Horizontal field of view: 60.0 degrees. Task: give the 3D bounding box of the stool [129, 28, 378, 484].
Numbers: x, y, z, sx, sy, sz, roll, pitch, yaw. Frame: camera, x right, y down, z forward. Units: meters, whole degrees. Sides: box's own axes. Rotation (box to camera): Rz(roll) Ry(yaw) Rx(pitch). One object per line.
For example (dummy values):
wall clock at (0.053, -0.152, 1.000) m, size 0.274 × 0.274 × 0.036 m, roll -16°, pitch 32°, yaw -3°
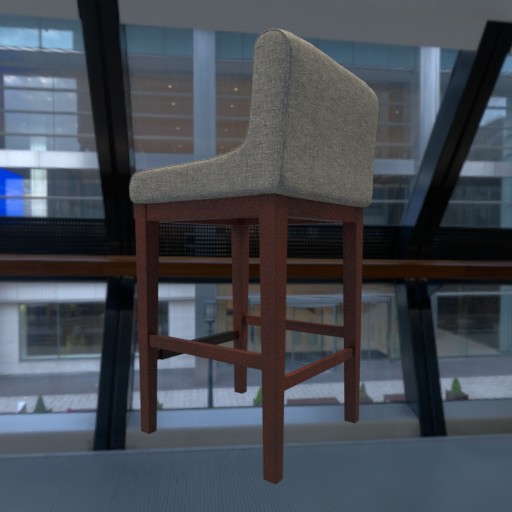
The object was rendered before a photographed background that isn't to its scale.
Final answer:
stool at (0.000, 0.000, 1.071) m, size 0.459 × 0.835 × 0.417 m, roll 1°, pitch 2°, yaw 37°
